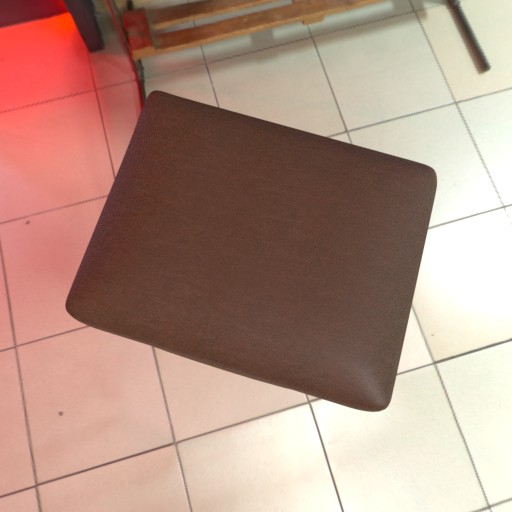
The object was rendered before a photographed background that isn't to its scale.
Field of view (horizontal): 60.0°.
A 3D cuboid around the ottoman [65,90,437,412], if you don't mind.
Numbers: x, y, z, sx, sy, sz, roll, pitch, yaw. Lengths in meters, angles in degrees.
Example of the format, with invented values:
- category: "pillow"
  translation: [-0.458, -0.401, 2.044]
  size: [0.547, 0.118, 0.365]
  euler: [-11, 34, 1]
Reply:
- category: "ottoman"
  translation: [0.000, 0.000, 1.220]
  size: [0.787, 0.508, 0.635]
  euler: [16, 77, 4]
